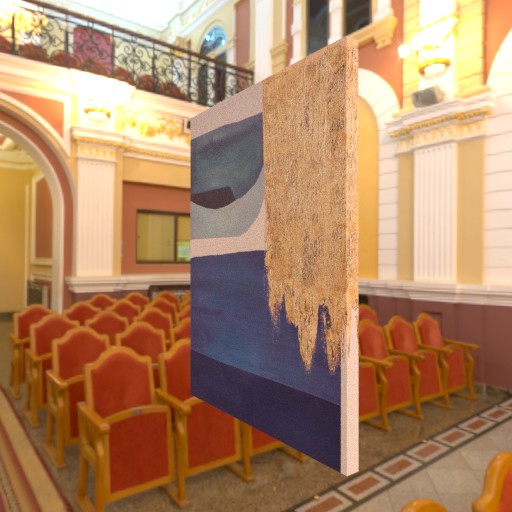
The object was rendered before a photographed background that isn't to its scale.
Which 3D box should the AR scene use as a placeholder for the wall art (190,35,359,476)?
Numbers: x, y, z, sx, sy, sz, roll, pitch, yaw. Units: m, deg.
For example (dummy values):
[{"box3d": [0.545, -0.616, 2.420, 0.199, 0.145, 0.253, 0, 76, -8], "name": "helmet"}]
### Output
[{"box3d": [0.000, 0.000, 0.808, 0.026, 0.613, 0.458, 0, 0, -37], "name": "wall art"}]
